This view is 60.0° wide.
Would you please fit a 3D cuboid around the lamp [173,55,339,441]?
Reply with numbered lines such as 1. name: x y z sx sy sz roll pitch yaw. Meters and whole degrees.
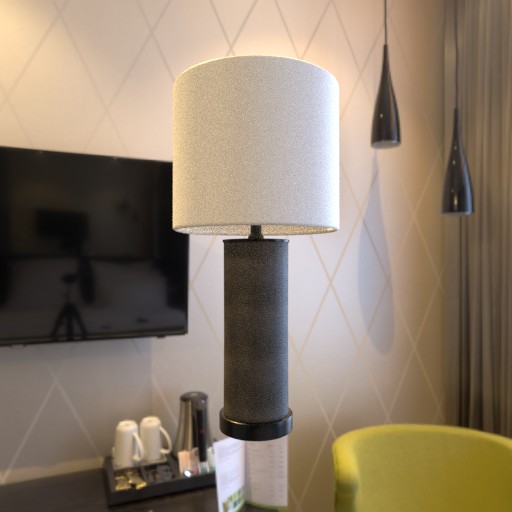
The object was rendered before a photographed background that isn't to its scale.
1. lamp: 0.000 0.000 0.826 0.305 0.634 0.305 0 -1 37
